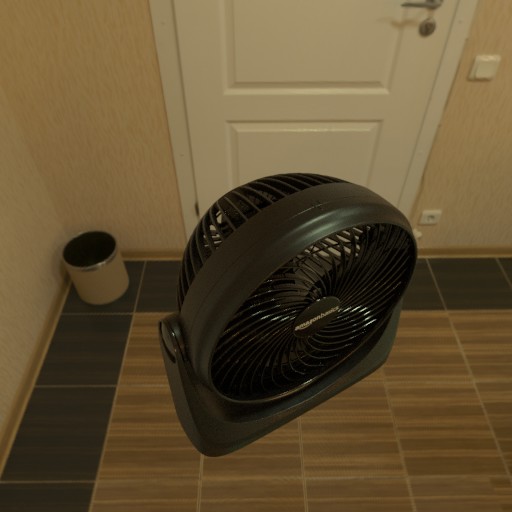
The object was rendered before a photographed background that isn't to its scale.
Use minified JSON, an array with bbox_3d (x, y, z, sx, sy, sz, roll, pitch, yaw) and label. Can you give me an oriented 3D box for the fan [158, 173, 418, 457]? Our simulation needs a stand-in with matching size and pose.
[{"bbox_3d":[0.000,0.000,0.485,0.273,0.277,0.256,-22,50,-20],"label":"fan"}]
